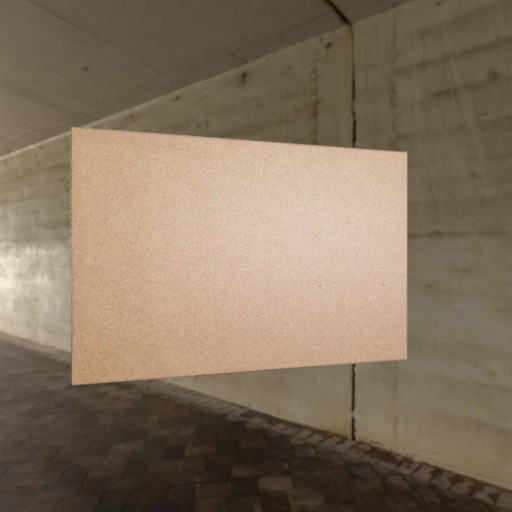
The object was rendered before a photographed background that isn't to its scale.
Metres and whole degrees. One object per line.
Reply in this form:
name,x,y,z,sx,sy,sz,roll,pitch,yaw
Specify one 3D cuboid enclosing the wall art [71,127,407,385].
wall art,0.000,0.000,0.797,0.615,0.410,0.021,0,0,-16
